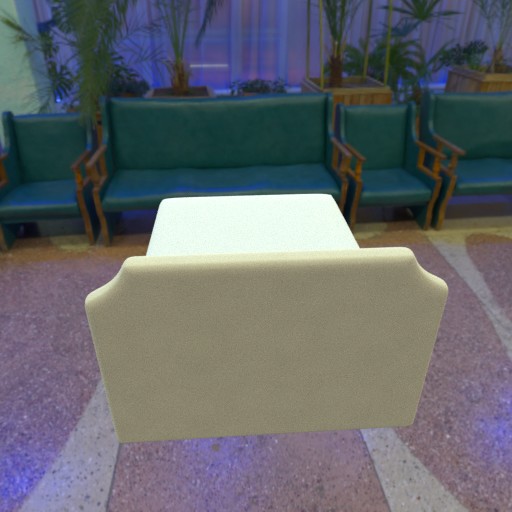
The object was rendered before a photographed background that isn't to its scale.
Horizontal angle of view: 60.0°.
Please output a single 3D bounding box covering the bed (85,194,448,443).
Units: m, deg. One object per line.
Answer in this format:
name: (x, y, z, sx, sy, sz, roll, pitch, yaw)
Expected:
bed: (0.000, 0.000, 3.321, 1.827, 1.296, 2.209, -2, 32, -3)
